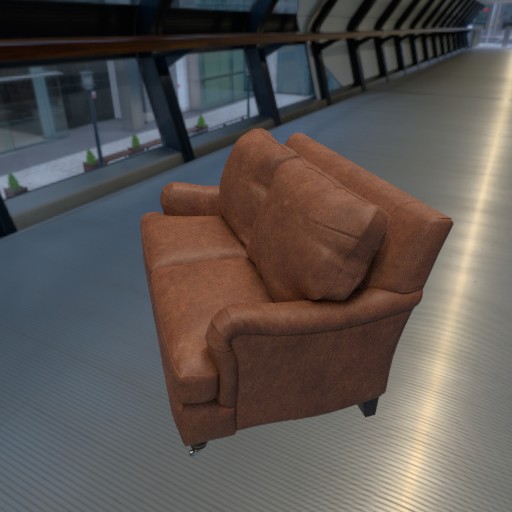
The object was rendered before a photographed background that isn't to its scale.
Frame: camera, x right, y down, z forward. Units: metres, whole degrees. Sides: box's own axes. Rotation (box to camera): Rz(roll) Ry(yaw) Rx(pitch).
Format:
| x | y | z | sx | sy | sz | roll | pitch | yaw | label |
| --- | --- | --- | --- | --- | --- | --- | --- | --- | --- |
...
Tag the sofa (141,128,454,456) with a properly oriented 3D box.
| x | y | z | sx | sy | sz | roll | pitch | yaw | label |
| --- | --- | --- | --- | --- | --- | --- | --- | --- | --- |
| 0.000 | 0.000 | 2.240 | 1.077 | 1.004 | 1.527 | -8 | 29 | -15 | sofa |
